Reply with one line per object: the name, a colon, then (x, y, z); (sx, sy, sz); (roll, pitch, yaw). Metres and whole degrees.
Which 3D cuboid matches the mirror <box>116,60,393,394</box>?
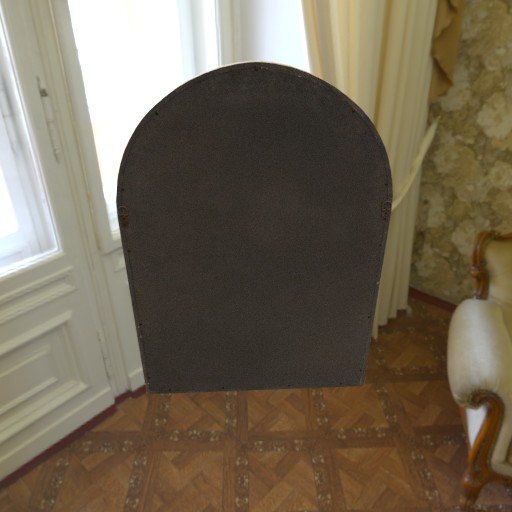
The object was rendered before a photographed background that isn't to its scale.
mirror: (0.000, 0.000, 1.138); (0.660, 0.920, 0.032); (-1, 29, -3)
